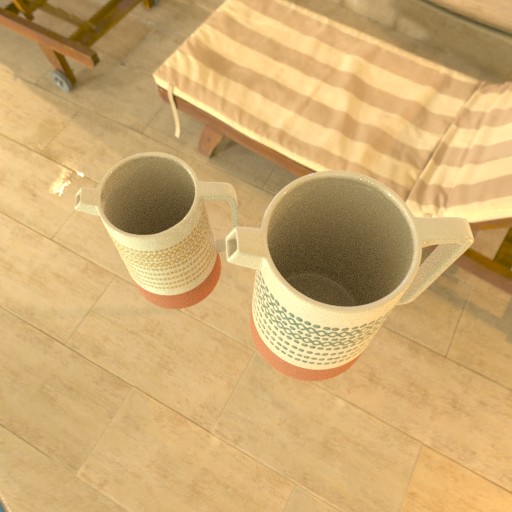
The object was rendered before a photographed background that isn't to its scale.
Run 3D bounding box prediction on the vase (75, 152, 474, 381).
[{"bbox_3d":[0.000,0.000,0.458,0.326,0.247,0.168,32,69,14],"label":"vase"}]
